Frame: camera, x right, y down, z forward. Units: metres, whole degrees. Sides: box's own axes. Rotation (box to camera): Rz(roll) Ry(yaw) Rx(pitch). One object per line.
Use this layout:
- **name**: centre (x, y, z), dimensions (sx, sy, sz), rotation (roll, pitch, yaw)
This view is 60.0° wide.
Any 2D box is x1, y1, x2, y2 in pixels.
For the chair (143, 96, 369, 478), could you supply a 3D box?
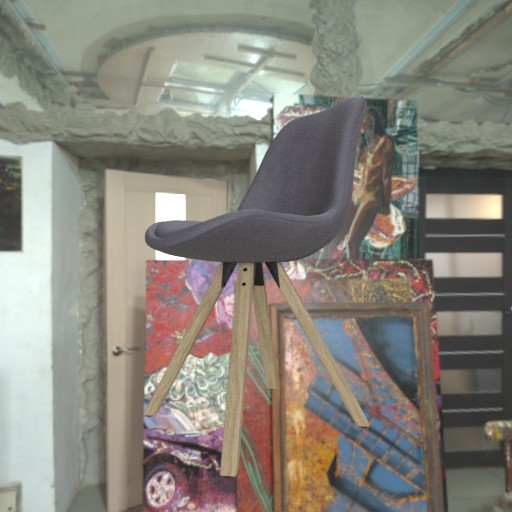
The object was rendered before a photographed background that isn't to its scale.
- **chair**: centre (0.000, 0.000, 1.161), dimensions (0.547, 0.865, 0.483), rotation (0, 0, -36)
